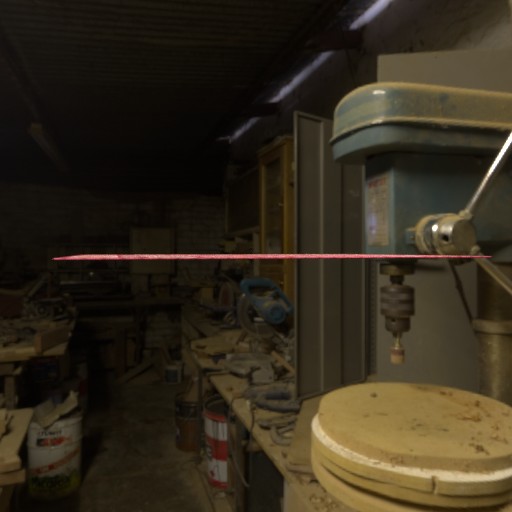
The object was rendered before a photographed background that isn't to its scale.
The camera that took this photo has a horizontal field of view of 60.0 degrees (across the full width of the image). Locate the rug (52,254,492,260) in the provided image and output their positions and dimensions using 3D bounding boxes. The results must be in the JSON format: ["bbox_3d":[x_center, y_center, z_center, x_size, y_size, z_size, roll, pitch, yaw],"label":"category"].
[{"bbox_3d":[0.000,0.000,2.821,2.184,0.007,1.579,0,1,-18],"label":"rug"}]
